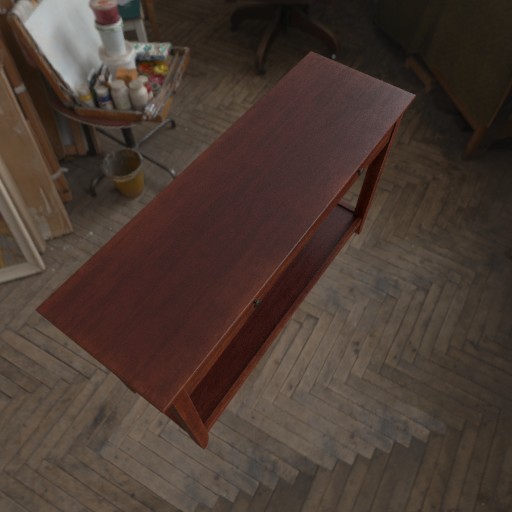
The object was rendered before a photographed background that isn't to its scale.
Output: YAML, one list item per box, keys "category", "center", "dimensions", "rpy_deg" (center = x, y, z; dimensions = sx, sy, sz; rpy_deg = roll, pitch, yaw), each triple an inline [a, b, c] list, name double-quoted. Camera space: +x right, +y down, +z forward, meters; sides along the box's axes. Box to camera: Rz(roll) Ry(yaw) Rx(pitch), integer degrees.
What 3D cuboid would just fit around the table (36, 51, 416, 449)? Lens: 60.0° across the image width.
- category: "table"
  center: [0.000, 0.000, 1.519]
  dimensions: [0.392, 0.739, 1.188]
  rpy_deg: [32, 64, 18]
